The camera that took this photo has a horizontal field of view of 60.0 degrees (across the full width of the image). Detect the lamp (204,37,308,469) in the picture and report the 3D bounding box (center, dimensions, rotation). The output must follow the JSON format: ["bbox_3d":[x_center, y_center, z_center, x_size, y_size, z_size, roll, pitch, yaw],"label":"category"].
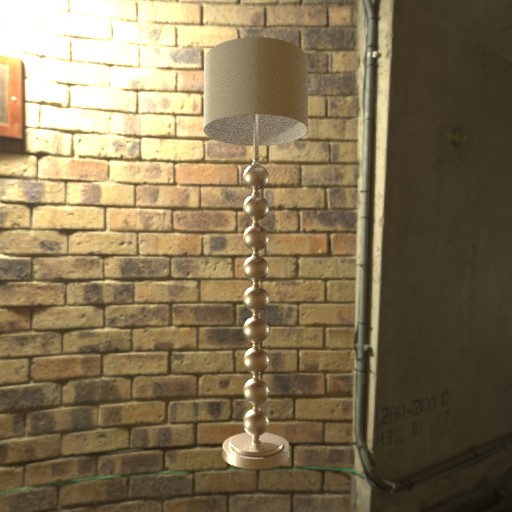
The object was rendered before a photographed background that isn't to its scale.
[{"bbox_3d":[0.000,0.000,1.667,0.394,1.474,0.394,0,-1,18],"label":"lamp"}]
